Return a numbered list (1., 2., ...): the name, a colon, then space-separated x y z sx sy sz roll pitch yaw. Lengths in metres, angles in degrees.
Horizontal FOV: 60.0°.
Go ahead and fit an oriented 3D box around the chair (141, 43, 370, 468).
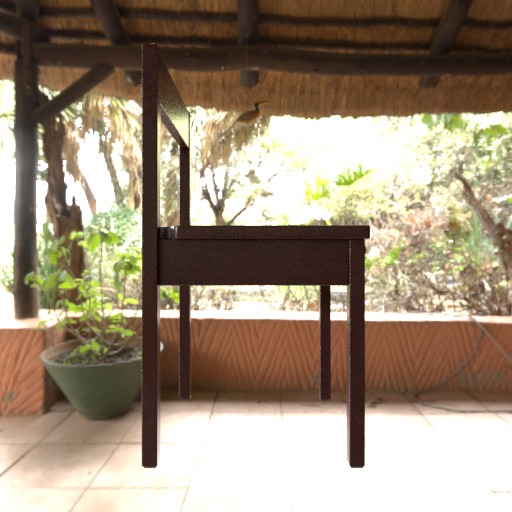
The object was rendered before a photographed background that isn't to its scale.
1. chair: 0.000 0.000 0.871 0.361 0.668 0.367 0 0 0
